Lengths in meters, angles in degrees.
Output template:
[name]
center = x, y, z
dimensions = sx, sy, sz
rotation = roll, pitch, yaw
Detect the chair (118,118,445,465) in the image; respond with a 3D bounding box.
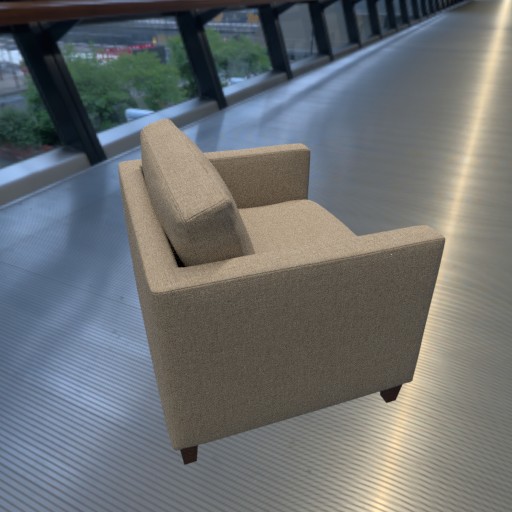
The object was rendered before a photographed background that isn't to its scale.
[chair]
center = 0.000, 0.000, 1.818
dimensions = 0.959, 0.961, 1.107
rotation = -10, 32, -17
